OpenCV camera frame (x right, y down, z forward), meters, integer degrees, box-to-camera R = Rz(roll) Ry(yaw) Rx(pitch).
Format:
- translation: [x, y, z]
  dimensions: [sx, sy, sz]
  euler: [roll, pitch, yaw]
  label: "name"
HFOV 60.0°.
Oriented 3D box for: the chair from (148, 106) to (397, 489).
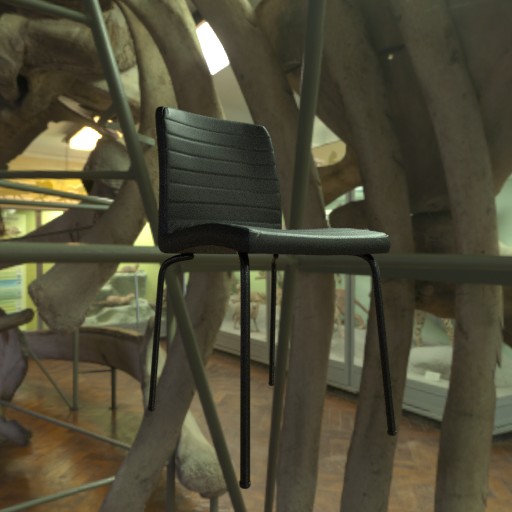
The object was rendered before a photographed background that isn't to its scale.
- translation: [0.000, 0.000, 1.186]
  dimensions: [0.450, 0.872, 0.572]
  euler: [0, 0, -34]
  label: "chair"
